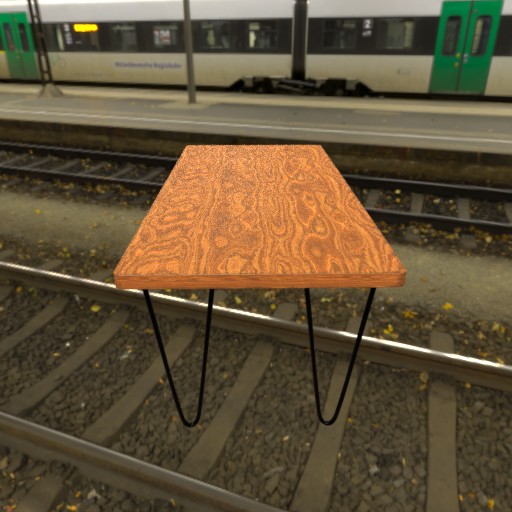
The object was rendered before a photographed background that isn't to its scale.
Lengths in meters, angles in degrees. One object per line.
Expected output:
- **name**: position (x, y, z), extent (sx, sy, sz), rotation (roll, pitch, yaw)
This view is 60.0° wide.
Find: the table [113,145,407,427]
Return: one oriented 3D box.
- **table**: position (0.000, 0.000, 2.282), extent (0.883, 0.753, 1.791), rotation (0, 26, -1)
